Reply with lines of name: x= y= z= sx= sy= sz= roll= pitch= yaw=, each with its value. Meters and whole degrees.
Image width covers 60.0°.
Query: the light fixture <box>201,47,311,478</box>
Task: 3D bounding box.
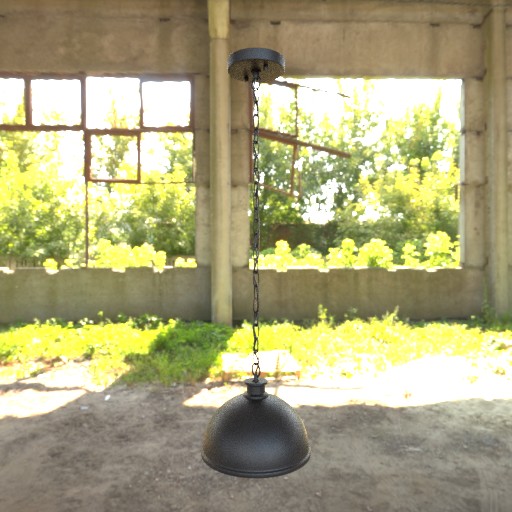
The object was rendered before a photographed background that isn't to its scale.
light fixture: x=0.000 y=0.000 z=1.237 sx=0.304 sy=1.090 sz=0.304 roll=0 pitch=0 yaw=-36
